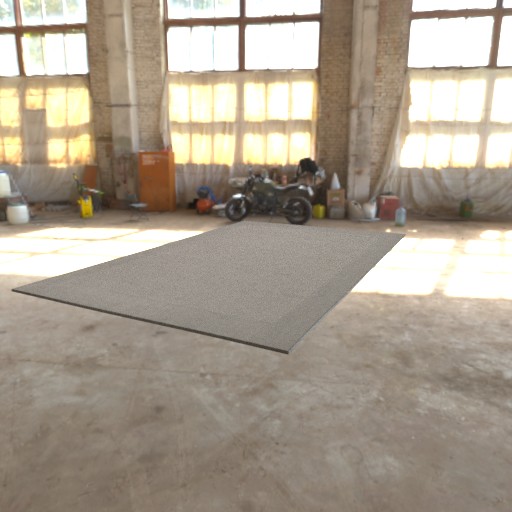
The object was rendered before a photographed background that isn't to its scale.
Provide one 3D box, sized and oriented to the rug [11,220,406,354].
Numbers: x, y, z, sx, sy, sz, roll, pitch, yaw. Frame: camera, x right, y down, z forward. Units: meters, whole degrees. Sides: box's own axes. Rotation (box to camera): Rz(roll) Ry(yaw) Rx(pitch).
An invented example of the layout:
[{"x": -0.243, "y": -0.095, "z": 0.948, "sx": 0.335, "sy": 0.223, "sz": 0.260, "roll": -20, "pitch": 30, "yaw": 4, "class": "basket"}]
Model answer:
[{"x": 0.000, "y": 0.000, "z": 2.942, "sx": 1.524, "sy": 0.014, "sz": 2.438, "roll": 7, "pitch": 15, "yaw": 27, "class": "rug"}]
